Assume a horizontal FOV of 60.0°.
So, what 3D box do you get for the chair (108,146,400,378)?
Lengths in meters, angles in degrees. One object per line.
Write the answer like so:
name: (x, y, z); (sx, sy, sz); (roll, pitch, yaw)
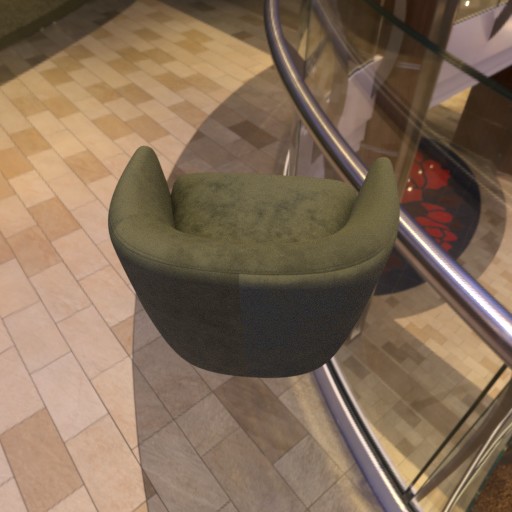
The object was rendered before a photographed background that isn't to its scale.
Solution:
chair: (0.000, 0.000, 1.357); (0.773, 0.698, 0.767); (4, 46, 3)
